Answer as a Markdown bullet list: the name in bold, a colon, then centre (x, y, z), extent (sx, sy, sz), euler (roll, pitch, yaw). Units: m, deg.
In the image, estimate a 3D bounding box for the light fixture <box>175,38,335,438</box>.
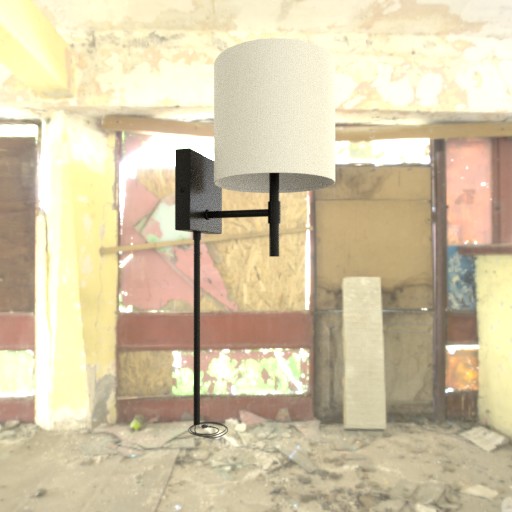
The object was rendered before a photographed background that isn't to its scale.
- **light fixture**: centre (0.000, 0.000, 0.702), extent (0.248, 0.589, 0.188), euler (0, 0, 19)
